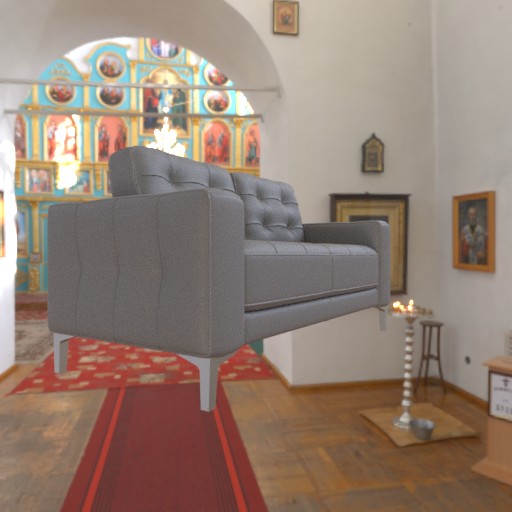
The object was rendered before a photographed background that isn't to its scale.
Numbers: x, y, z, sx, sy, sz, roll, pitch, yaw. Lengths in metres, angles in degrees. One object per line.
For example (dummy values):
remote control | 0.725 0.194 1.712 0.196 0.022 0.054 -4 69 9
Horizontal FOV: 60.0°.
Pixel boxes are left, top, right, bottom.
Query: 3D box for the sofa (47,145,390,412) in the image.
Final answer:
sofa | 0.000 0.000 2.175 0.833 0.892 1.726 0 0 34
